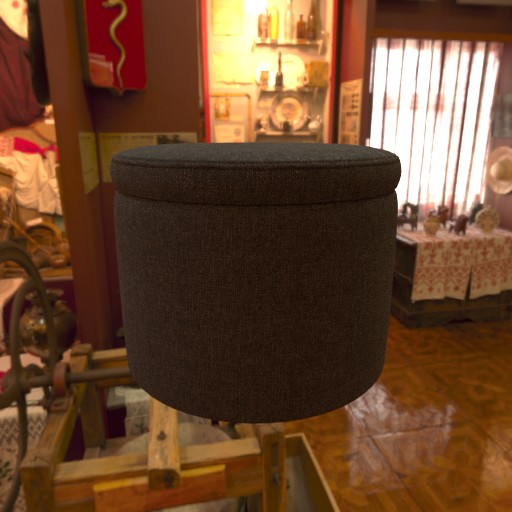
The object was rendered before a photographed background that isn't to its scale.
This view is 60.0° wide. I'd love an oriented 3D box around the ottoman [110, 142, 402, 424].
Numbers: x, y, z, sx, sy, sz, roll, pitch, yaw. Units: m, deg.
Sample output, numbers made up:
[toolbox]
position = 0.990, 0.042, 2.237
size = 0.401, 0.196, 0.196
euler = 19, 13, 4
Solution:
[ottoman]
position = 0.000, 0.000, 0.871
size = 0.520, 0.430, 0.520
euler = 0, 16, 0
